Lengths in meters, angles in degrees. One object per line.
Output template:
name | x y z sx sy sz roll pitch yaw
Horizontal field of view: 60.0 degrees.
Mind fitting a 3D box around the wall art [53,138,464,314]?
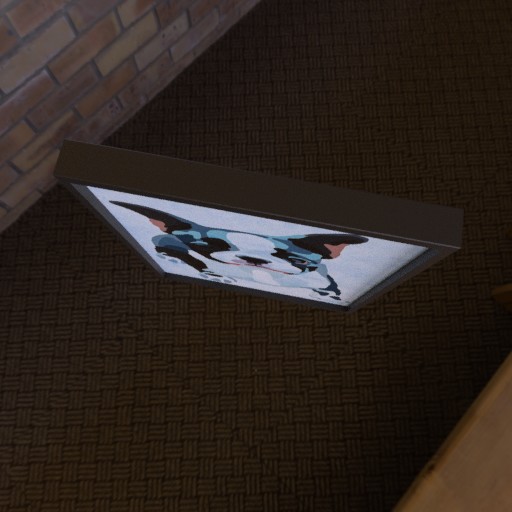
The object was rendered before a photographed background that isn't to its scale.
wall art | 0.000 0.000 0.496 0.294 0.369 0.030 10 76 3
